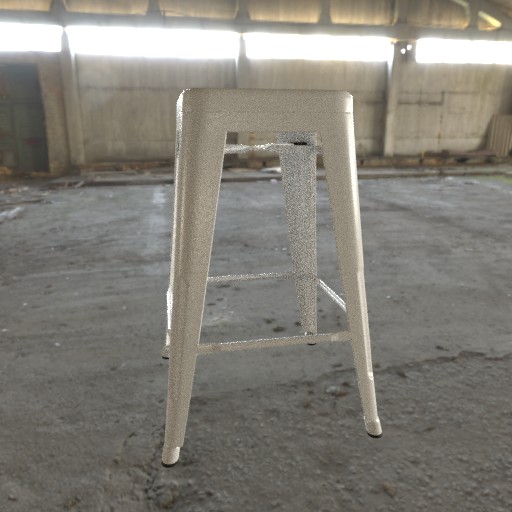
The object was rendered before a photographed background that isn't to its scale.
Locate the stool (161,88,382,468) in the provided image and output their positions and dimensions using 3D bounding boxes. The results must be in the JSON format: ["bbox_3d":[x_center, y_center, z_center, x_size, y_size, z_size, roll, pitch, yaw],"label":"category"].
[{"bbox_3d":[0.000,0.000,0.893,0.406,0.610,0.406,-3,16,-11],"label":"stool"}]
